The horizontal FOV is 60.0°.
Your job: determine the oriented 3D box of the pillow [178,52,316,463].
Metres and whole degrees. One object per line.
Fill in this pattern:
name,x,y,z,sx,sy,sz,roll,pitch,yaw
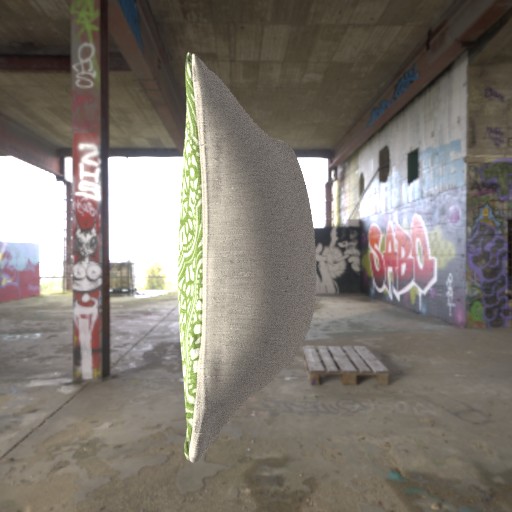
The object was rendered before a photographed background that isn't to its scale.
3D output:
pillow,0.000,0.000,0.656,0.162,0.419,0.440,0,0,18
